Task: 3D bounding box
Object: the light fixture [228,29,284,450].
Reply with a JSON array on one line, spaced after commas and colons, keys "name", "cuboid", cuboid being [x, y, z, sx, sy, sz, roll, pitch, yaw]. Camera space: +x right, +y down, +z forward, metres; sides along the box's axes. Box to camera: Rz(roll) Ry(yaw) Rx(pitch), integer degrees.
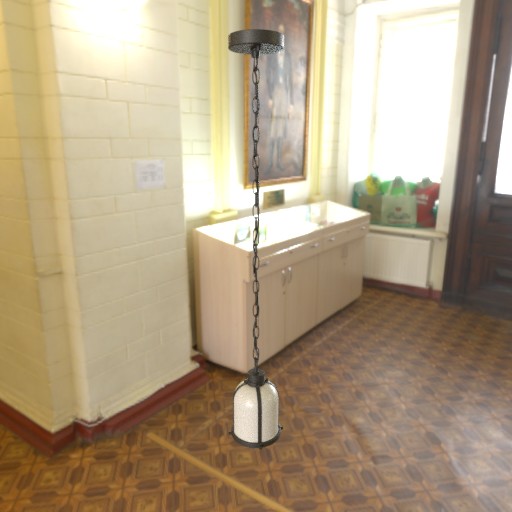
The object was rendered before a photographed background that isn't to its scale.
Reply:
[{"name": "light fixture", "cuboid": [0.000, 0.000, 1.298, 0.178, 1.181, 0.178, -2, 14, -9]}]
